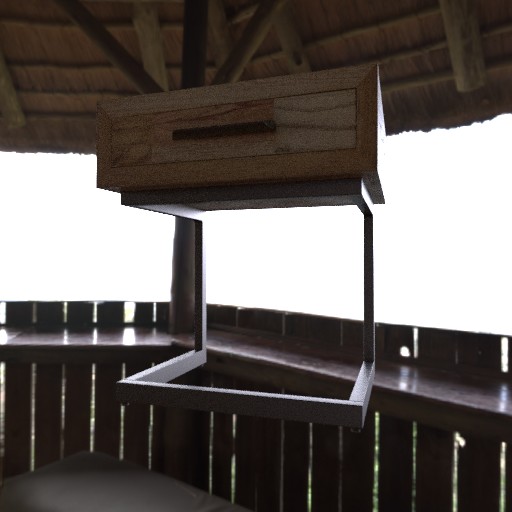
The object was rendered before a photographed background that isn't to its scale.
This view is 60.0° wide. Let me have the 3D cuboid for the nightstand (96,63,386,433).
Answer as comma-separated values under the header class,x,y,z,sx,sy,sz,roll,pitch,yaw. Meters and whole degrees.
class,x,y,z,sx,sy,sz,roll,pitch,yaw
nightstand,0.000,0.000,1.010,0.558,0.632,0.481,0,-1,18
